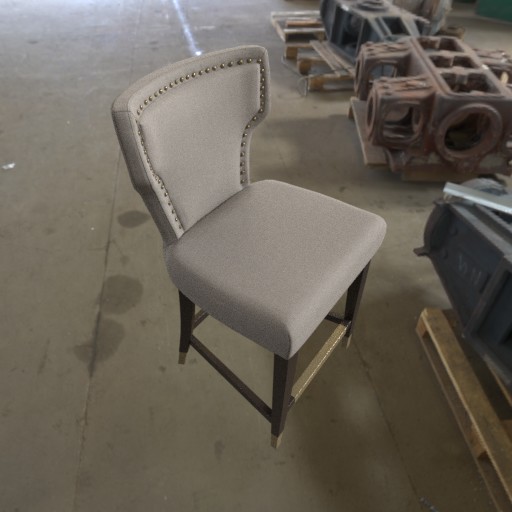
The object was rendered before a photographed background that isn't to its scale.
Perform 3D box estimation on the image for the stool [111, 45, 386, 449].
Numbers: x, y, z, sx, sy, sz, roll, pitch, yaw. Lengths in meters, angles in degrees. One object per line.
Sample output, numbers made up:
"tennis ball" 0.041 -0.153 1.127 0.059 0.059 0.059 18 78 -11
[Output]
"stool" 0.000 0.000 1.285 0.563 0.982 0.527 26 48 26
